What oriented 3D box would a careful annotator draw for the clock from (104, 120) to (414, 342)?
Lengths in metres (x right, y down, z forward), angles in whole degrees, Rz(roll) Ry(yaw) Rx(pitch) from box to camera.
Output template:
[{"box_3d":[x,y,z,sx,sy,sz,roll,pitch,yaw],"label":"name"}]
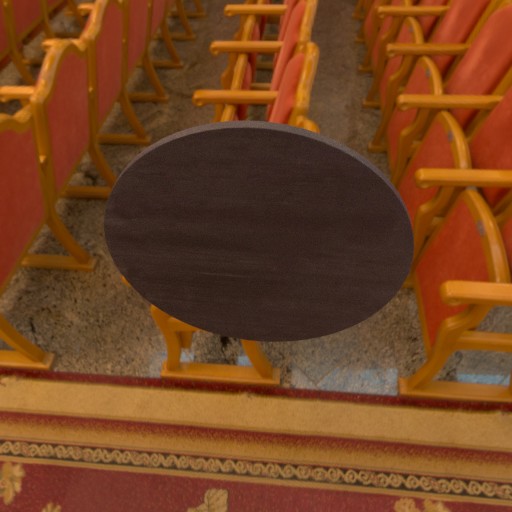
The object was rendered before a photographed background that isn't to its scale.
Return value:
[{"box_3d":[0.000,0.000,0.884,0.595,0.595,0.029,4,48,4],"label":"clock"}]
